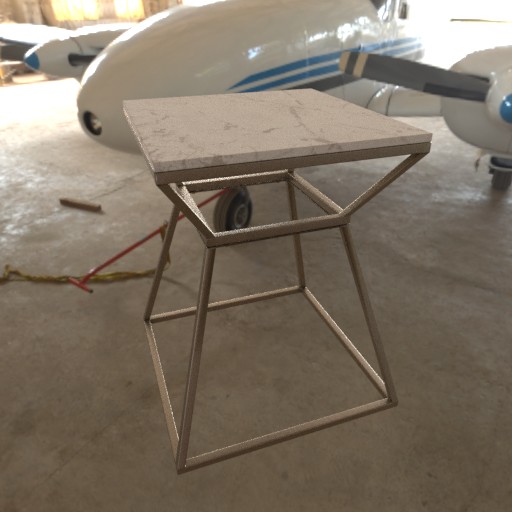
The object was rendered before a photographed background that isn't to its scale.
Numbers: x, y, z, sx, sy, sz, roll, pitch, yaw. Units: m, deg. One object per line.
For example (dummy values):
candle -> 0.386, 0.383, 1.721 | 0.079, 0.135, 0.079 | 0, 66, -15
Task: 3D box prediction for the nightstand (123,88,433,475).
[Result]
nightstand -> 0.000, 0.000, 0.890 | 0.455, 0.554, 0.455 | -10, 31, -17
